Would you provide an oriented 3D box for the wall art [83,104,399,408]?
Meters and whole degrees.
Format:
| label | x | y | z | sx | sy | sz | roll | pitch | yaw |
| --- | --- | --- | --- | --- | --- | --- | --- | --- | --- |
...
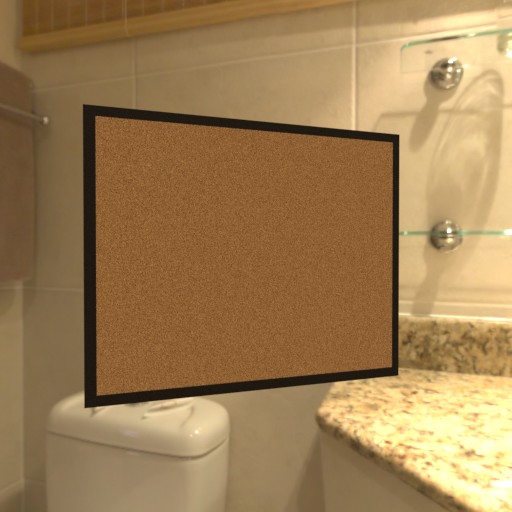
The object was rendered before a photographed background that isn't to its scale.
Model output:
| label | x | y | z | sx | sy | sz | roll | pitch | yaw |
| --- | --- | --- | --- | --- | --- | --- | --- | --- | --- |
| wall art | 0.000 | 0.000 | 0.549 | 0.397 | 0.325 | 0.028 | 0 | 1 | -18 |
